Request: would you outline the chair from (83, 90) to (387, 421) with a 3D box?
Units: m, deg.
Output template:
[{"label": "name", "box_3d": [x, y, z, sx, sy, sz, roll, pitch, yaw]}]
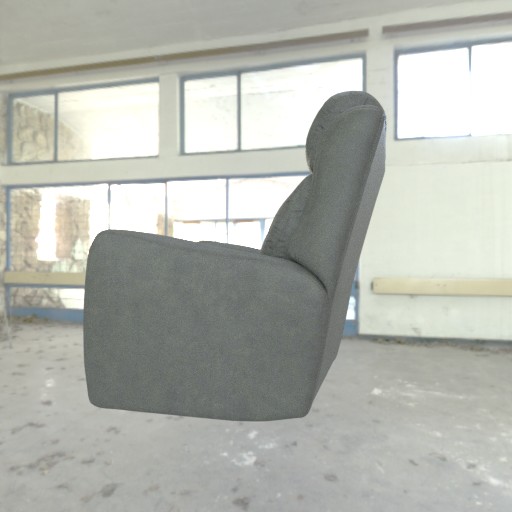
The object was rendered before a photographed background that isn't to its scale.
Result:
[{"label": "chair", "box_3d": [0.000, 0.000, 1.887, 1.068, 1.116, 0.967, 0, 0, 16]}]
